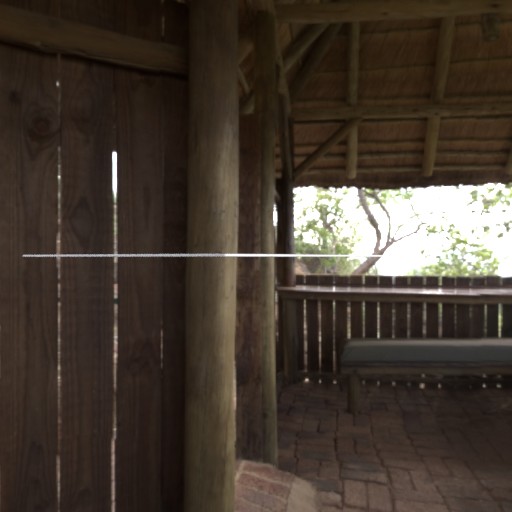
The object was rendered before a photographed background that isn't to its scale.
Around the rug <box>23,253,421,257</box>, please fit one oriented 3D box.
[{"bbox_3d":[0.000,0.000,3.054,1.517,0.011,2.435,0,0,36],"label":"rug"}]
